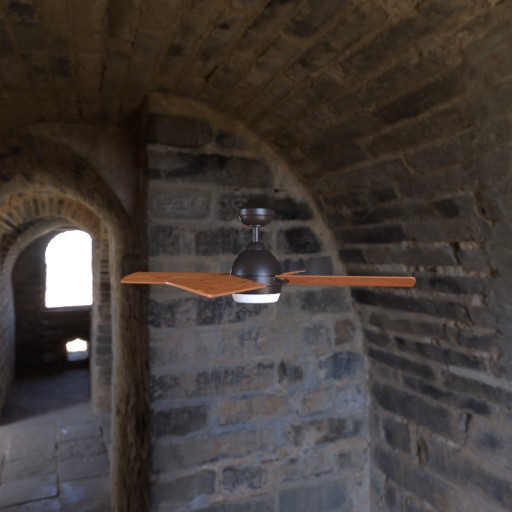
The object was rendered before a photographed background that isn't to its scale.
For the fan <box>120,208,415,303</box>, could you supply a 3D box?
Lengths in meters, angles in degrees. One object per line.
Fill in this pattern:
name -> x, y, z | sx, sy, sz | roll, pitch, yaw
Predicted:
fan -> 0.000, 0.000, 1.968 | 1.332, 0.403, 1.332 | 0, 0, 19
